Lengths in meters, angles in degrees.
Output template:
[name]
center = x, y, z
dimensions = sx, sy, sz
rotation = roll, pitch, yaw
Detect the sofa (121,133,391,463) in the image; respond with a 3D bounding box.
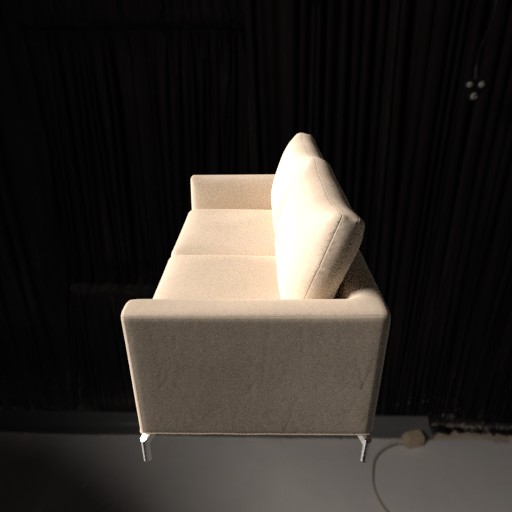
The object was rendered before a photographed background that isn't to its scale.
[sofa]
center = 0.000, 0.000, 2.295
dimensions = 0.906, 0.995, 1.739
rotation = 0, 25, 0
